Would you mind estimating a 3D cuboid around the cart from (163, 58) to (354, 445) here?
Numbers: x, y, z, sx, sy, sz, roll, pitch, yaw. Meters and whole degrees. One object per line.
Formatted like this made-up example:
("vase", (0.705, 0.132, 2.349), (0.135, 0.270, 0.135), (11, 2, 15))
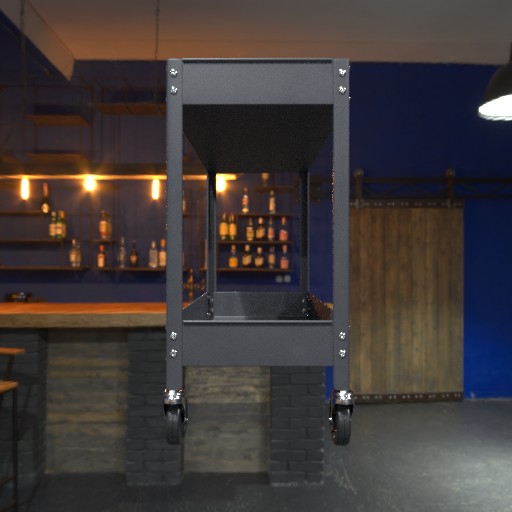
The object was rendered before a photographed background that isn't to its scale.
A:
("cart", (0.000, 0.000, 1.185), (0.366, 0.719, 0.779), (0, 0, 0))
